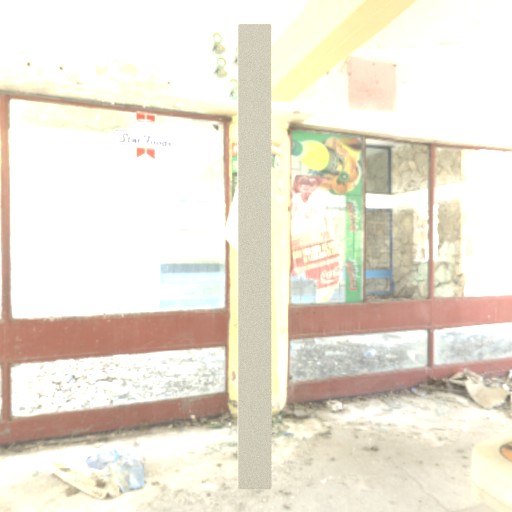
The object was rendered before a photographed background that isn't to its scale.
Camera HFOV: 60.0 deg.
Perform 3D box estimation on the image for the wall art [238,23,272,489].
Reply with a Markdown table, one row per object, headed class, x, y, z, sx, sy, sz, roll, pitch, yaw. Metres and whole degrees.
| class | x | y | z | sx | sy | sz | roll | pitch | yaw |
| --- | --- | --- | --- | --- | --- | --- | --- | --- | --- |
| wall art | 0.000 | 0.000 | 0.527 | 0.028 | 0.381 | 0.331 | 0 | 0 | 0 |
